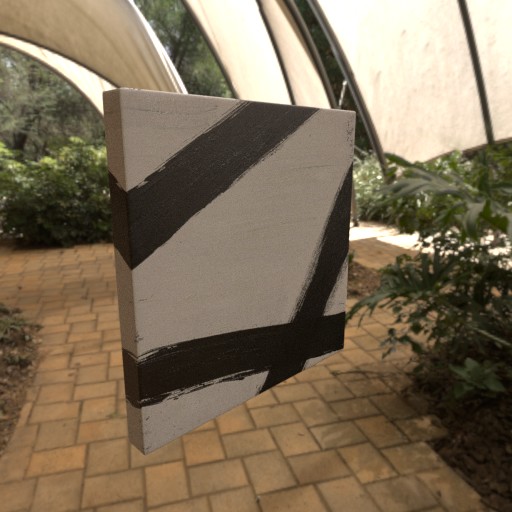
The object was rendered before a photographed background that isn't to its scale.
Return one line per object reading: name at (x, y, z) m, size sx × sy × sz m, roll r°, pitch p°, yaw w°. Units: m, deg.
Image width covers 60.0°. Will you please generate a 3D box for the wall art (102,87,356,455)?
wall art at (0.000, 0.000, 0.776) m, size 0.507 × 0.508 × 0.050 m, roll -13°, pitch 19°, yaw -43°
